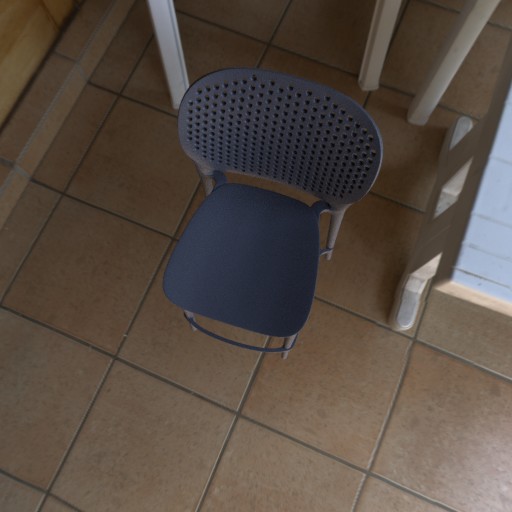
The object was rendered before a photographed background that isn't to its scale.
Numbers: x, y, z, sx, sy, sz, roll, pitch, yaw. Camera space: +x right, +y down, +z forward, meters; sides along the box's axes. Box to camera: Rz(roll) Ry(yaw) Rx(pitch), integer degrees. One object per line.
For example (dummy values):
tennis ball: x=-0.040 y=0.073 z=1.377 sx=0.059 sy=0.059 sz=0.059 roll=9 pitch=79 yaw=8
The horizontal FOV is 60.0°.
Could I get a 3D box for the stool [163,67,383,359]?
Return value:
stool: x=0.000 y=0.000 z=1.364 sx=0.536 sy=1.045 sz=0.535 roll=17 pitch=76 yaw=4
